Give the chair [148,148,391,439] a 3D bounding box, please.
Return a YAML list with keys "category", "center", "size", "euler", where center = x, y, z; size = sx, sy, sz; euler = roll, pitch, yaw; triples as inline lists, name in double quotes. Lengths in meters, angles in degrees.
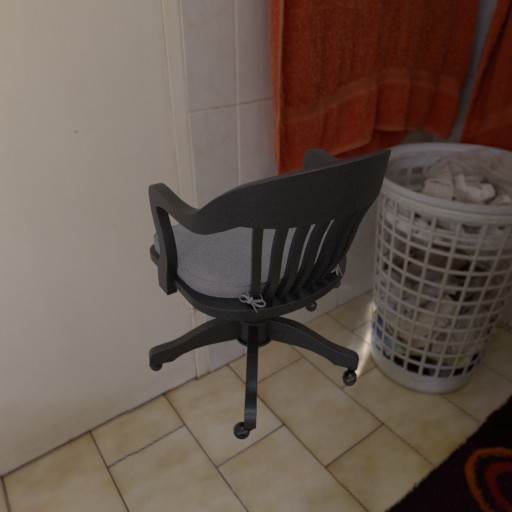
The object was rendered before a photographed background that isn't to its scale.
- category: "chair"
  center: [0.000, 0.000, 1.466]
  size: [0.750, 0.878, 0.788]
  euler: [-19, 36, -29]
